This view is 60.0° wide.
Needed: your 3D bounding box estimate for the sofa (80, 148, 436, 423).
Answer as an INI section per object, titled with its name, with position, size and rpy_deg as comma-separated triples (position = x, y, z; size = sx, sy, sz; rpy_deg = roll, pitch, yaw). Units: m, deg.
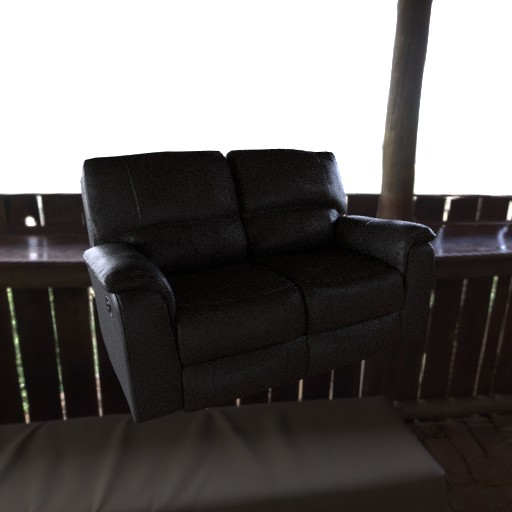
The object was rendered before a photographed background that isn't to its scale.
[sofa]
position = 0.000, 0.000, 2.448
size = 1.765, 1.111, 1.104
rpy_deg = -8, 18, -27
